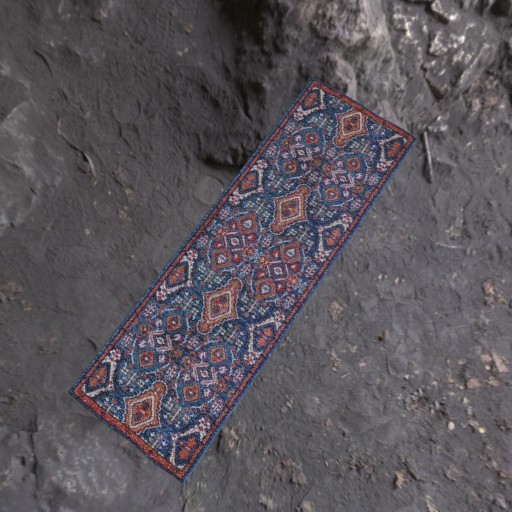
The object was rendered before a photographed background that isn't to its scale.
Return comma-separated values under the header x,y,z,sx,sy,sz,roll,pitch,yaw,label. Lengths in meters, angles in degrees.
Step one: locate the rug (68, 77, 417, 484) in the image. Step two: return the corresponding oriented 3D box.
x,y,z,sx,sy,sz,roll,pitch,yaw,label
0.000,0.000,2.622,0.801,0.010,2.459,34,78,8,rug
